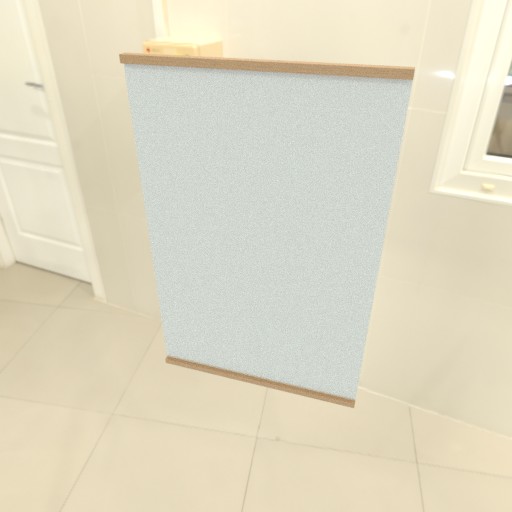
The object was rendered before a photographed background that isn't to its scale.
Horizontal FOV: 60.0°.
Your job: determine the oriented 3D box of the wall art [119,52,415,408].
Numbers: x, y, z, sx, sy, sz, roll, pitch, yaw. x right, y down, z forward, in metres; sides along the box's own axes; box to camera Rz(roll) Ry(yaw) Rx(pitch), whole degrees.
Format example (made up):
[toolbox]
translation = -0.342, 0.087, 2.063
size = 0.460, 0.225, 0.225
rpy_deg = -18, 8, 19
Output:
[wall art]
translation = 0.000, 0.000, 0.624
size = 0.335, 0.510, 0.013
rpy_deg = 9, 34, 14
